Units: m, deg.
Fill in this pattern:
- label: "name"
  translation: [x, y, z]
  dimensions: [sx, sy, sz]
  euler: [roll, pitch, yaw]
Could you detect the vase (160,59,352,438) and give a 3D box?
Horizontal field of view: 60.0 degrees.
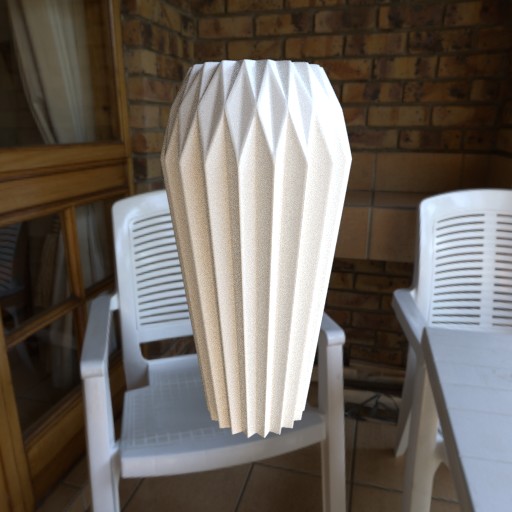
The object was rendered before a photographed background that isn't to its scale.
- label: "vase"
  translation: [0.000, 0.000, 0.335]
  dimensions: [0.133, 0.263, 0.133]
  euler: [0, 17, 0]
